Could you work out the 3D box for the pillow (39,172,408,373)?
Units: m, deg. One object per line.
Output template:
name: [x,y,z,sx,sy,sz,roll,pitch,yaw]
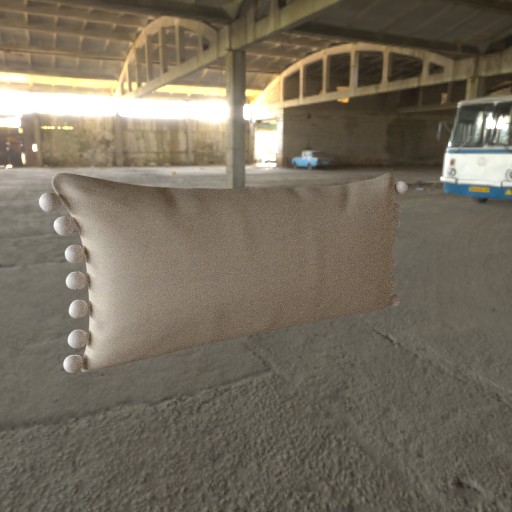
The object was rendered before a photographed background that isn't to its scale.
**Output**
pillow: [0.000,0.000,0.830,0.709,0.322,0.201,-7,15,-26]
